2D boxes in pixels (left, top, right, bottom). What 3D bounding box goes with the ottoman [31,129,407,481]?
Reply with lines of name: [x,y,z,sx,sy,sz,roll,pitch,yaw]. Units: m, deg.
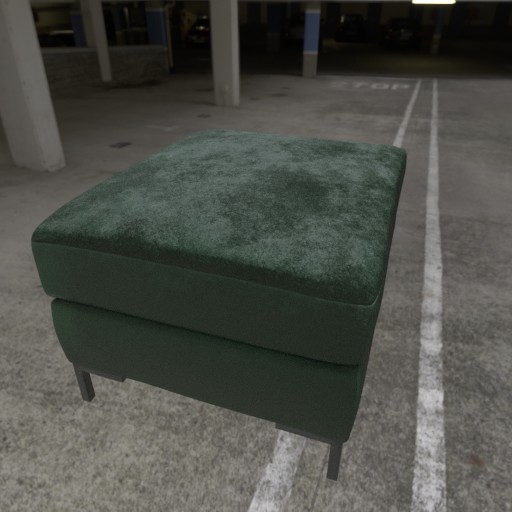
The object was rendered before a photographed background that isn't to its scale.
ottoman: [0.000,0.000,1.224,0.701,0.538,0.839,10,32,17]
